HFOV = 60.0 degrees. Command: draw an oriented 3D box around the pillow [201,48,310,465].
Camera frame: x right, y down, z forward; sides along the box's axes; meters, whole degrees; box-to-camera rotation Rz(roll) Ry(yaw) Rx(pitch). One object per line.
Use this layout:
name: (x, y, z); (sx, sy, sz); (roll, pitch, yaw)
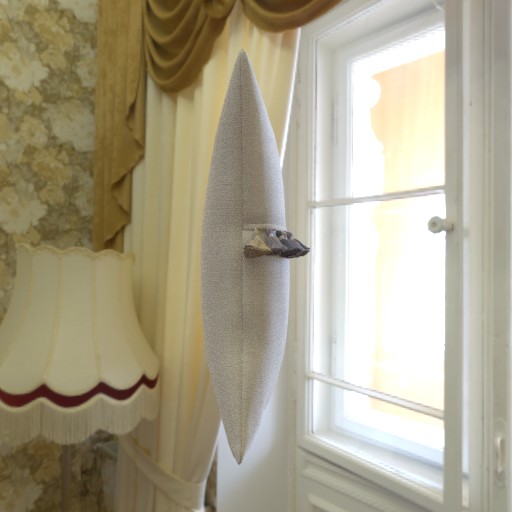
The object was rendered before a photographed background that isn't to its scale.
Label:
pillow: (0.000, 0.000, 0.747); (0.165, 0.481, 0.489); (0, 0, 0)
